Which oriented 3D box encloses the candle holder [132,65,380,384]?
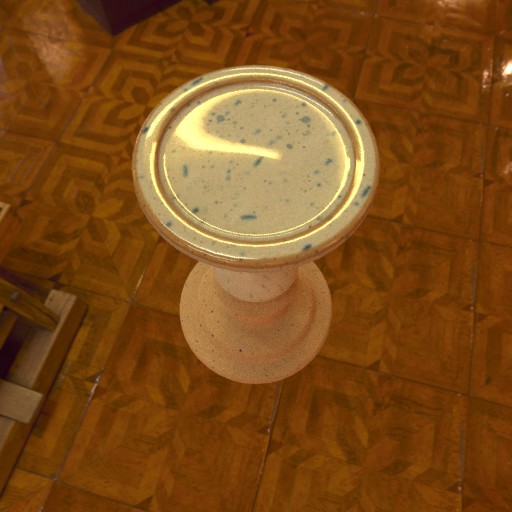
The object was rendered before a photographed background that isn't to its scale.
[{"bbox_3d":[0.000,0.000,0.275,0.123,0.202,0.123,0,65,0],"label":"candle holder"}]
